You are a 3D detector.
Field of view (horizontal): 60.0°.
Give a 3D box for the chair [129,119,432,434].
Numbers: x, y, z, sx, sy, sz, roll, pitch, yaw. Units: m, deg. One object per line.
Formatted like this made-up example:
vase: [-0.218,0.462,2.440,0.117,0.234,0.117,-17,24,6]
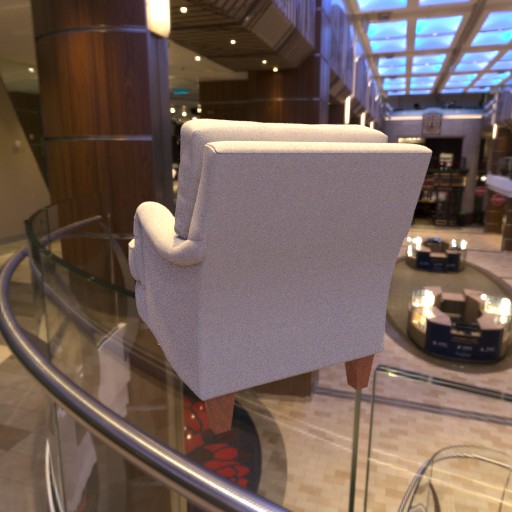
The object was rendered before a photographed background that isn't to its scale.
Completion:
chair: [0.000,0.000,1.908,0.895,1.076,1.078,-7,15,-27]
